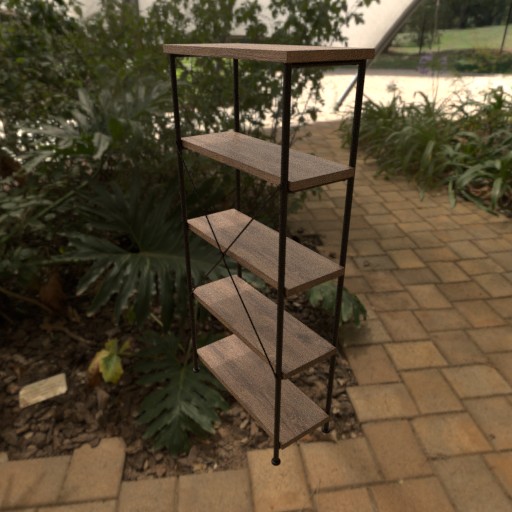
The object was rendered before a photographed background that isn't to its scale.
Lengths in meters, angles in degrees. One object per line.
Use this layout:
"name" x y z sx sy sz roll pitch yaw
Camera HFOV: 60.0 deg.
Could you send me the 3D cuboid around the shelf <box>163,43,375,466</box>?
"shelf" 0.000 0.000 1.986 0.360 1.700 0.800 -18 32 -31
